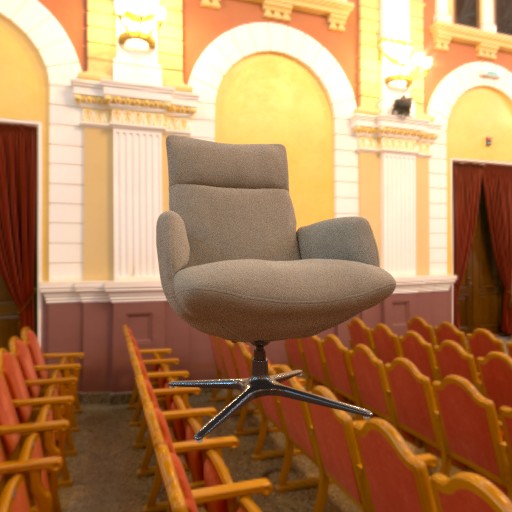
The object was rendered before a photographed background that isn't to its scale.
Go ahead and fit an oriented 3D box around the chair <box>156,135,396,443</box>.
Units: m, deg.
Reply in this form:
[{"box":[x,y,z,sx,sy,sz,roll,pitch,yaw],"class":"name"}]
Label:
[{"box":[0.000,0.000,1.590,0.711,1.016,0.889,0,0,-19],"class":"chair"}]
